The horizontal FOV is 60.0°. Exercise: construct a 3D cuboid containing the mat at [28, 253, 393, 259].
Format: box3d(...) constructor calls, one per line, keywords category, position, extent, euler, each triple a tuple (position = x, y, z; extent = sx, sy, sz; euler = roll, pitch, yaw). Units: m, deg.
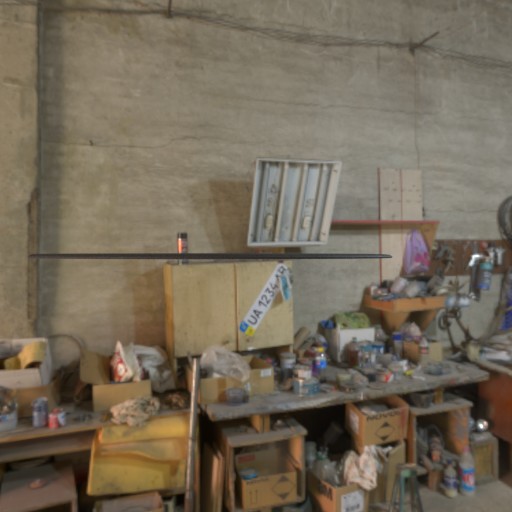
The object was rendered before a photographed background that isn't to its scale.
box3d(category="mat", position=(0.000, 0.000, 1.607), extent=(0.917, 0.016, 1.220), euler=(0, 0, 36))
